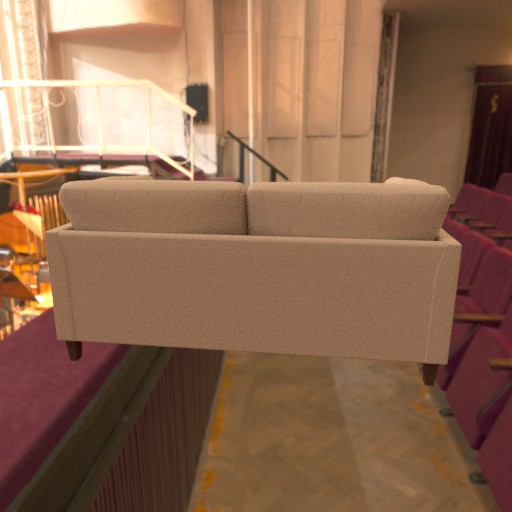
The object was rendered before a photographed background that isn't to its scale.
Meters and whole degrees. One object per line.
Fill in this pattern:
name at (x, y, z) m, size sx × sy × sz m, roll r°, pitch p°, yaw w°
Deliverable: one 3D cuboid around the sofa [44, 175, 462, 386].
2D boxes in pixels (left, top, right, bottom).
sofa at (0.000, 0.000, 2.317) m, size 1.776 × 0.836 × 0.970 m, roll 2°, pitch 15°, yaw 7°
